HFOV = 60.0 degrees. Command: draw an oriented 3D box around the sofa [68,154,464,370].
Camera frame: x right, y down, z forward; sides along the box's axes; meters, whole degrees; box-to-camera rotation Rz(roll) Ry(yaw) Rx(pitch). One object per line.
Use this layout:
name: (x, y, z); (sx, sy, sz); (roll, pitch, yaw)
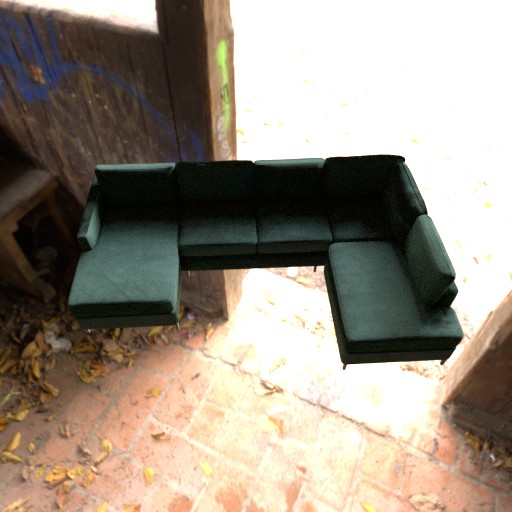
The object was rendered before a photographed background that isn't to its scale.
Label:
sofa: (0.000, 0.000, 4.333); (3.434, 0.992, 2.055); (-2, 50, -2)
